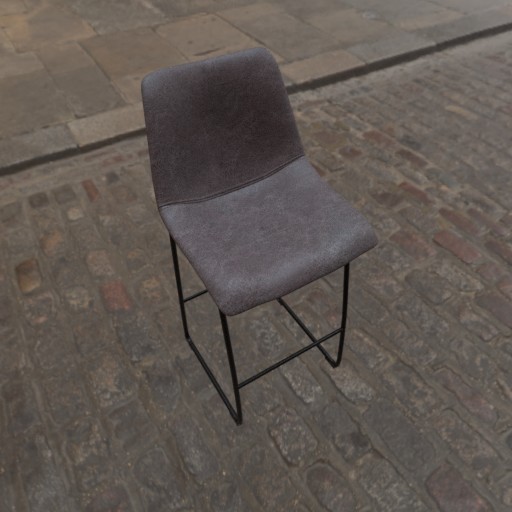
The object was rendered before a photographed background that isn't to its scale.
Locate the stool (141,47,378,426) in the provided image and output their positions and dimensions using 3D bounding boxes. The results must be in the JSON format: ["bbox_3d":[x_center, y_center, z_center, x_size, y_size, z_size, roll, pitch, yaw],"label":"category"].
[{"bbox_3d":[0.000,0.000,1.431,0.514,1.082,0.561,-24,50,-22],"label":"stool"}]
